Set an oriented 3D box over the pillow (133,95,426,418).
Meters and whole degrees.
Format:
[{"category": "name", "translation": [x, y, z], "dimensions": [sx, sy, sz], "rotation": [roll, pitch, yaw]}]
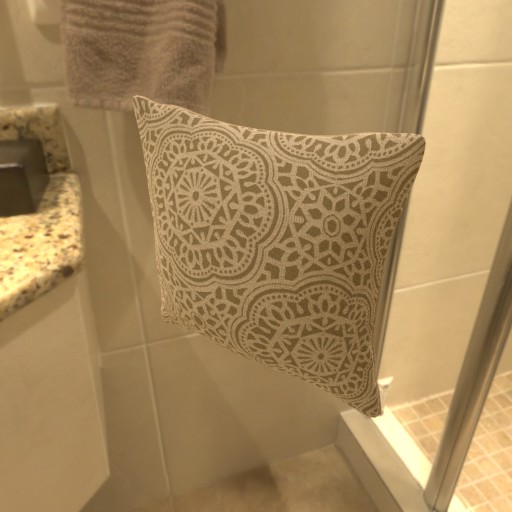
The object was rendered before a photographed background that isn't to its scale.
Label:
[{"category": "pillow", "translation": [0.000, 0.000, 0.662], "dimensions": [0.438, 0.421, 0.167], "rotation": [18, 33, 29]}]
